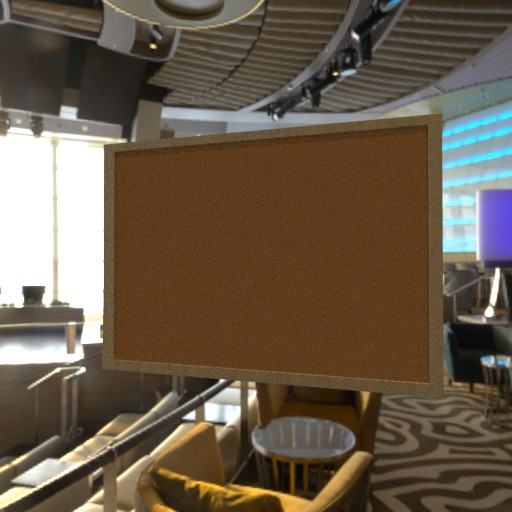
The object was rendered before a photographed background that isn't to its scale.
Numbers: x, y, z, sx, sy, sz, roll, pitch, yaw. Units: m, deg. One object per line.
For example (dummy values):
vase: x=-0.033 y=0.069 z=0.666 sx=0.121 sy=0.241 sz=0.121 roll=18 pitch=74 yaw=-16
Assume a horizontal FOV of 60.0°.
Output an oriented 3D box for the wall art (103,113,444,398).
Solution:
wall art: x=0.000 y=0.000 z=0.685 sx=0.532 sy=0.380 sz=0.032 roll=0 pitch=-1 yaw=17
